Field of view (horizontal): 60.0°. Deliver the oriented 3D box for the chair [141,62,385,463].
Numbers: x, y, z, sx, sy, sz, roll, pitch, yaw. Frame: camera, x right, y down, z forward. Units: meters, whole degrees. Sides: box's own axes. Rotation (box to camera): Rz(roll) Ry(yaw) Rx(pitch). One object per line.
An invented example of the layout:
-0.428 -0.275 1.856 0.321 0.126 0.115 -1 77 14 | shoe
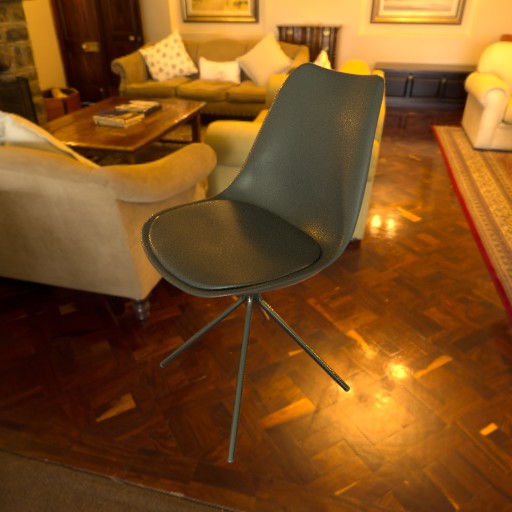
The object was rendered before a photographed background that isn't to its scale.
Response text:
0.000 0.000 1.126 0.525 0.850 0.461 -20 36 -29 | chair
